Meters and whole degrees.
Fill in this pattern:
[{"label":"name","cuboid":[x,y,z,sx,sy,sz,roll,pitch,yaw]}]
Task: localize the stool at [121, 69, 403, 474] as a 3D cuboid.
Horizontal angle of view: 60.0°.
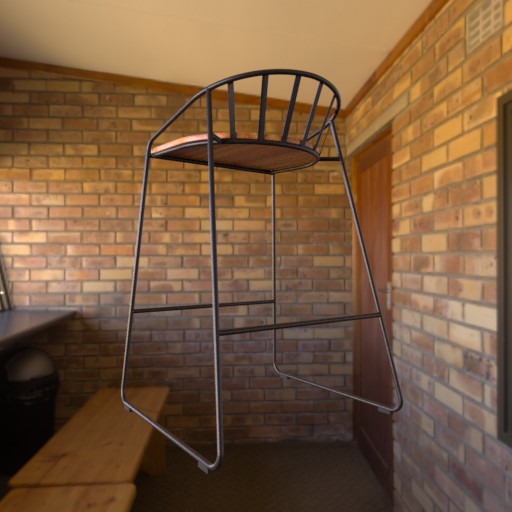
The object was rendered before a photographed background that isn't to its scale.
[{"label":"stool","cuboid":[0.000,0.000,1.164,0.546,0.812,0.521,0,0,-36]}]
